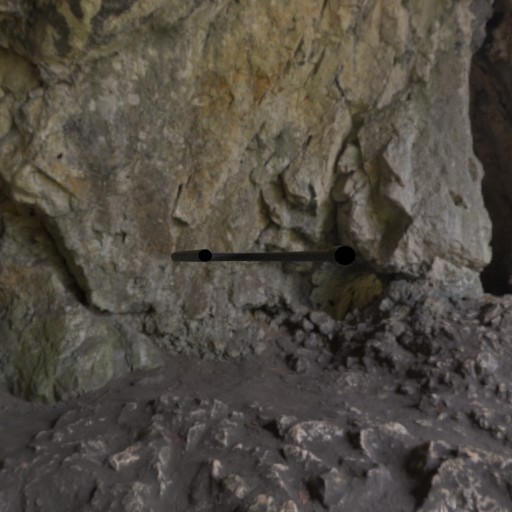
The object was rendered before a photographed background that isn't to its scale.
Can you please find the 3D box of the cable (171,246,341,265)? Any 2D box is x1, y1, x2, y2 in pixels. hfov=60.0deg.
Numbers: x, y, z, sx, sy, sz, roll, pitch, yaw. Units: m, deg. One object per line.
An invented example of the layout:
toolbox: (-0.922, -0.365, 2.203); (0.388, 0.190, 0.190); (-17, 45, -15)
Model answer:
cable: (0.000, 0.000, 0.112); (0.041, 0.005, 0.098); (0, -1, -19)
